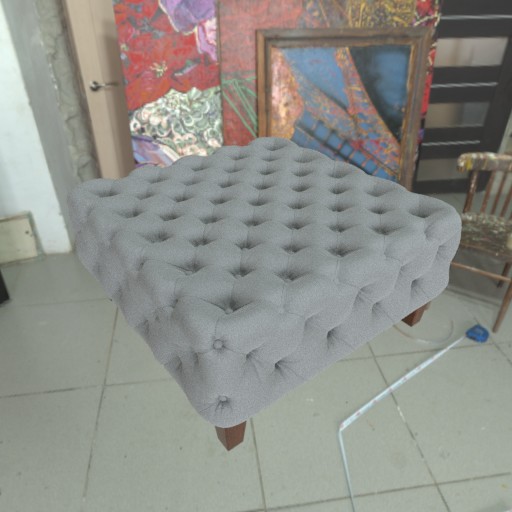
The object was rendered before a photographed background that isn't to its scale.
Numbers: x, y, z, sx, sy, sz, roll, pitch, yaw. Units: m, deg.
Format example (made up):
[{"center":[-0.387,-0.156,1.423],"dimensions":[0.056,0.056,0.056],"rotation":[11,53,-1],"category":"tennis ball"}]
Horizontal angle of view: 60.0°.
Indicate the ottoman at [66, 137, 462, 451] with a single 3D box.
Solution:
[{"center":[0.000,0.000,1.440],"dimensions":[0.917,0.439,0.911],"rotation":[-23,40,-30],"category":"ottoman"}]
